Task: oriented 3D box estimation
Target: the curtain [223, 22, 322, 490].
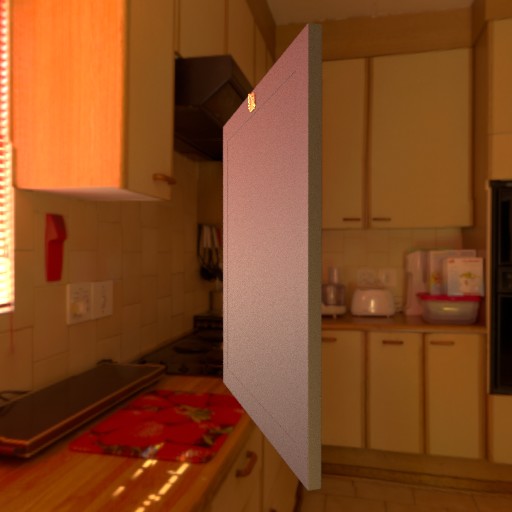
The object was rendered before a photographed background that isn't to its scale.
[{"bbox_3d":[0.000,0.000,0.786,0.027,0.585,0.483,0,1,-17],"label":"curtain"}]
